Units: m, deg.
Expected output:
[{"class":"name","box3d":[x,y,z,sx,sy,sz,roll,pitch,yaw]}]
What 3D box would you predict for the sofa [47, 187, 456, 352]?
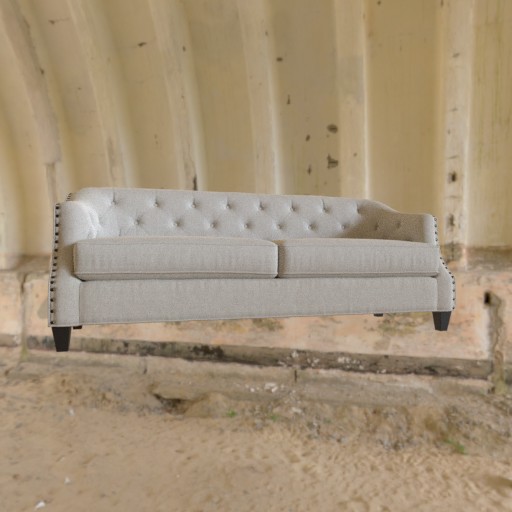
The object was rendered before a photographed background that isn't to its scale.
[{"class":"sofa","box3d":[0.000,0.000,2.744,2.235,0.901,0.914,0,-1,-17]}]
